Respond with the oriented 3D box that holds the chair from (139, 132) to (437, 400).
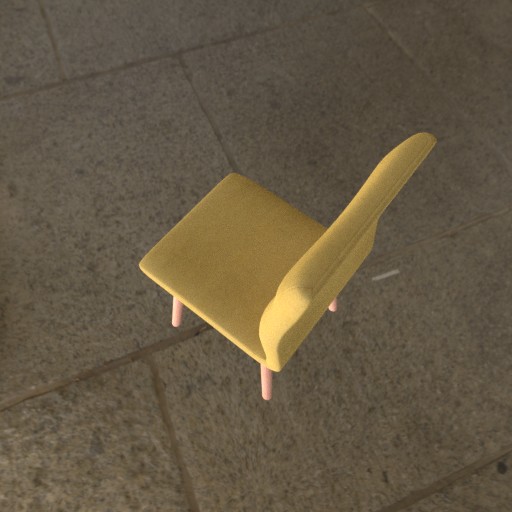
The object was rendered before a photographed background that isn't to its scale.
[{"bbox_3d":[0.000,0.000,1.268,0.550,0.965,0.450,35,67,17],"label":"chair"}]
